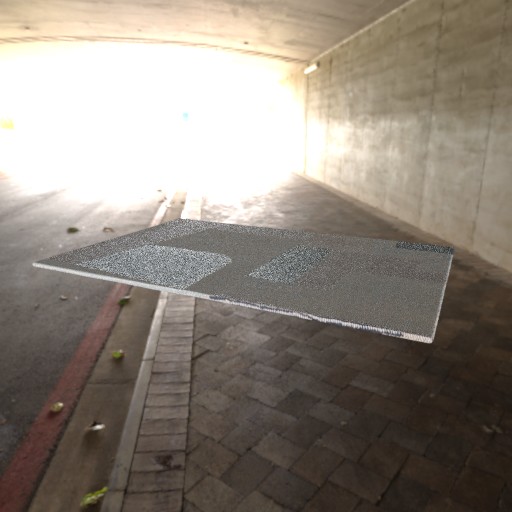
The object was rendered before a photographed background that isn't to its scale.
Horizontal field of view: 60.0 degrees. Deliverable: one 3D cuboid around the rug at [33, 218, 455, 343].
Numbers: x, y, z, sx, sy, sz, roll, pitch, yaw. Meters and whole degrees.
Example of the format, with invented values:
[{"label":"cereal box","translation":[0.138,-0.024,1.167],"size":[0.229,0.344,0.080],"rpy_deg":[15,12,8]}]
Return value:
[{"label":"rug","translation":[0.000,0.000,2.316],"size":[1.847,0.020,1.238],"rpy_deg":[8,18,25]}]
